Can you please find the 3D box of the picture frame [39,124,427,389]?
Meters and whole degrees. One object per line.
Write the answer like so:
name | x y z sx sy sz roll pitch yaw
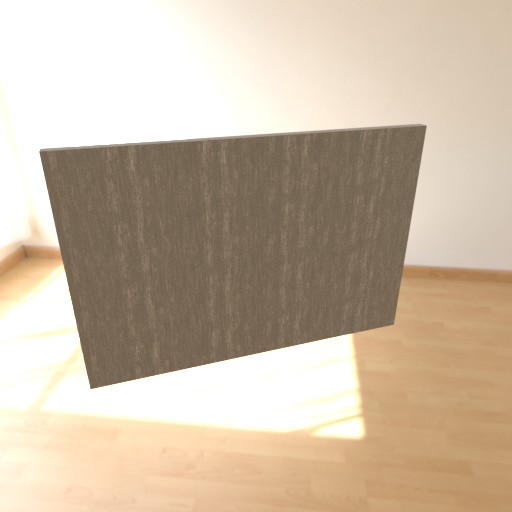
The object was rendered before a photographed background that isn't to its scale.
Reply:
picture frame | 0.000 0.000 1.200 0.950 0.640 0.029 -8 27 -17
